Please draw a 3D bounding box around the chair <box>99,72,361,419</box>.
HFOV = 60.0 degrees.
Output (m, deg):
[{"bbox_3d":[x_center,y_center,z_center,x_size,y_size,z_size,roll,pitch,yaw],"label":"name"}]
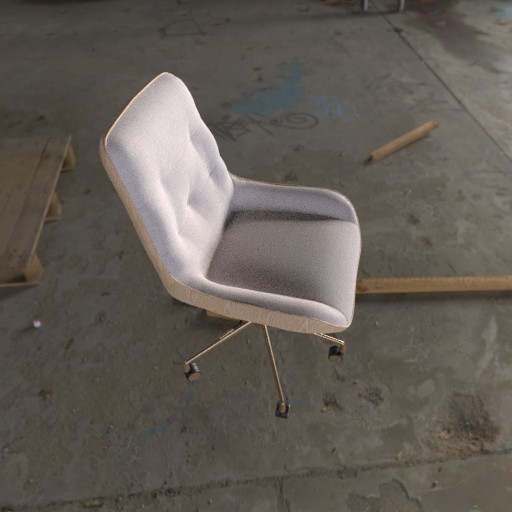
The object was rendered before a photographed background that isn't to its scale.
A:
[{"bbox_3d":[0.000,0.000,1.362,0.668,0.952,0.564,10,47,9],"label":"chair"}]
